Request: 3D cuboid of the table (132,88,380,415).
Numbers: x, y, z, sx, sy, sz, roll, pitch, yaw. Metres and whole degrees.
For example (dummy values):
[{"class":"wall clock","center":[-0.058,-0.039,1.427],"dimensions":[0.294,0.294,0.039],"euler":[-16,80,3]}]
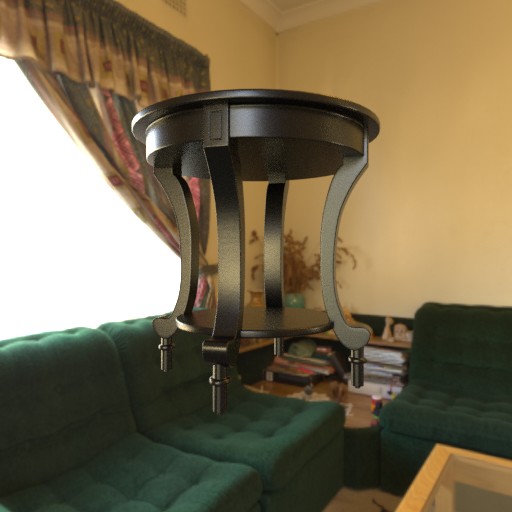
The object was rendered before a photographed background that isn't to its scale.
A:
[{"class":"table","center":[0.000,0.000,1.109],"dimensions":[0.597,0.618,0.597],"euler":[0,1,0]}]
